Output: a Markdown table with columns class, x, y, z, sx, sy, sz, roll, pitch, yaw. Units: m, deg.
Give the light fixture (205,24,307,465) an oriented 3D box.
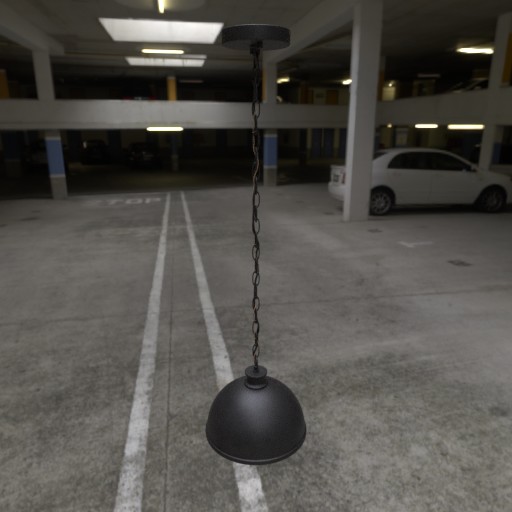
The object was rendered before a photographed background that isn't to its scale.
| class | x | y | z | sx | sy | sz | roll | pitch | yaw |
| --- | --- | --- | --- | --- | --- | --- | --- | --- | --- |
| light fixture | 0.000 | 0.000 | 1.186 | 0.304 | 1.090 | 0.304 | -3 | 17 | -10 |
